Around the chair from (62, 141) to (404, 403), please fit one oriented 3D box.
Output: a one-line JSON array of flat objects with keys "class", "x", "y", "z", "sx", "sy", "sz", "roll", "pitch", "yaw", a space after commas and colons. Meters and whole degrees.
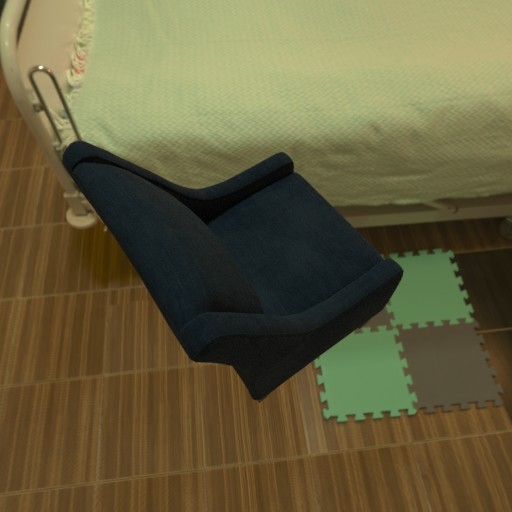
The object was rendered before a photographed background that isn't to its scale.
[{"class": "chair", "x": 0.000, "y": 0.000, "z": 1.658, "sx": 0.870, "sy": 1.014, "sz": 0.774, "roll": -32, "pitch": 64, "yaw": -17}]
